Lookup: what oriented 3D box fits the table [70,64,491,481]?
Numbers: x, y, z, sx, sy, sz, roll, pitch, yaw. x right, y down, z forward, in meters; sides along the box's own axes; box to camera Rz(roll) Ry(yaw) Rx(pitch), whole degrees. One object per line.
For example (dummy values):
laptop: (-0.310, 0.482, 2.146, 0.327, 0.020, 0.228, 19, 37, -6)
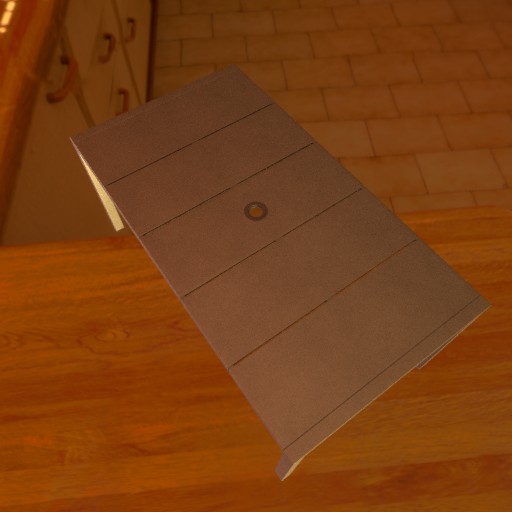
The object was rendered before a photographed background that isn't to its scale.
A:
table: (0.000, 0.000, 2.141, 0.914, 0.735, 1.680, -31, 64, -17)
